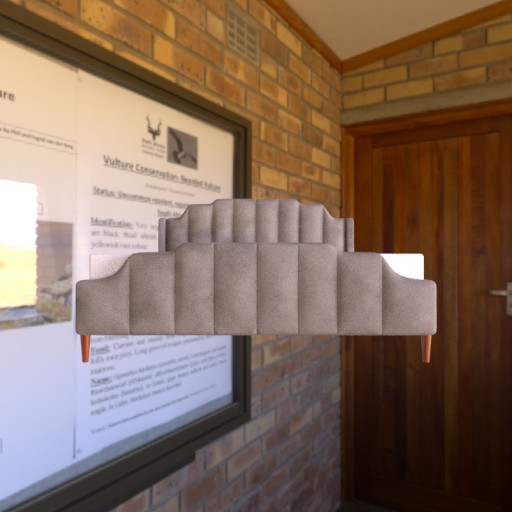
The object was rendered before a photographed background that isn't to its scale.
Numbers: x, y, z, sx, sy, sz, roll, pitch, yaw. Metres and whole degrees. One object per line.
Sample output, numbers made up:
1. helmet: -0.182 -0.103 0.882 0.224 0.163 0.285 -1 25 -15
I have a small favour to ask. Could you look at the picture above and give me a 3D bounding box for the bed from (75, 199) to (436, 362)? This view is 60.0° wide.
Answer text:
1. bed: 0.000 0.000 3.663 2.074 1.245 2.340 0 0 0
